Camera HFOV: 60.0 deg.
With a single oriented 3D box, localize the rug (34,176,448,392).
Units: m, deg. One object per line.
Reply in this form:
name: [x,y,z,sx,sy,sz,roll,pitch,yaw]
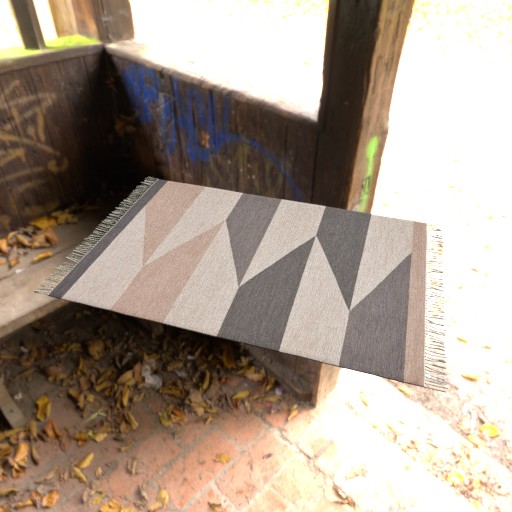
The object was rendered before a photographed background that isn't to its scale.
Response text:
rug: [0.000,0.000,2.479,2.021,0.027,1.224,11,41,13]
